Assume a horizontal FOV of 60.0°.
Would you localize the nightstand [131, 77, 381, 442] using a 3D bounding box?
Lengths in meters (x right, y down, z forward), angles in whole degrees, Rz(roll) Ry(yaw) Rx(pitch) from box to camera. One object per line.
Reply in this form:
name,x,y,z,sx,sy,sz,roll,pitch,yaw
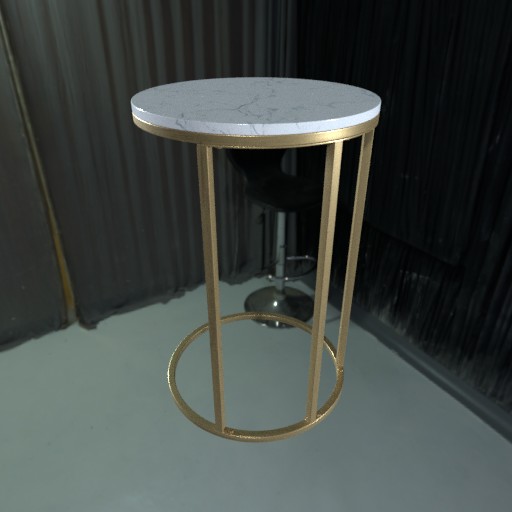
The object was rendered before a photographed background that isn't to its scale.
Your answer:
nightstand,0.000,0.000,0.881,0.400,0.610,0.400,-19,35,-29
